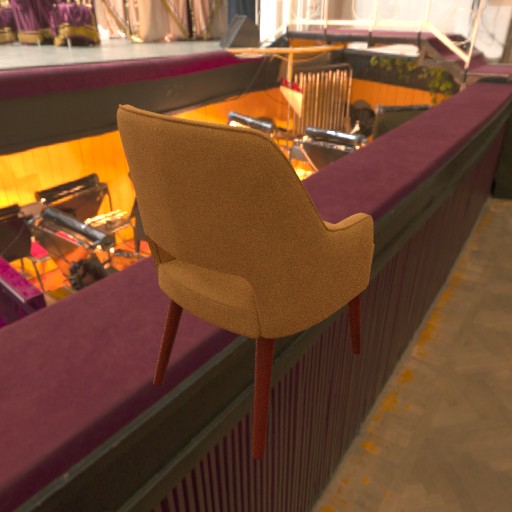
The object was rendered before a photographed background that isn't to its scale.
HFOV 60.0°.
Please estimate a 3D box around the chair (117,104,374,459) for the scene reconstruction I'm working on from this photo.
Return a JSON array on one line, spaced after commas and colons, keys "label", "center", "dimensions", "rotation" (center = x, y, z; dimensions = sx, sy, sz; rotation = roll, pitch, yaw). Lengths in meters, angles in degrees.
[{"label": "chair", "center": [0.000, 0.000, 1.231], "dimensions": [0.548, 0.849, 0.605], "rotation": [22, 36, 34]}]
